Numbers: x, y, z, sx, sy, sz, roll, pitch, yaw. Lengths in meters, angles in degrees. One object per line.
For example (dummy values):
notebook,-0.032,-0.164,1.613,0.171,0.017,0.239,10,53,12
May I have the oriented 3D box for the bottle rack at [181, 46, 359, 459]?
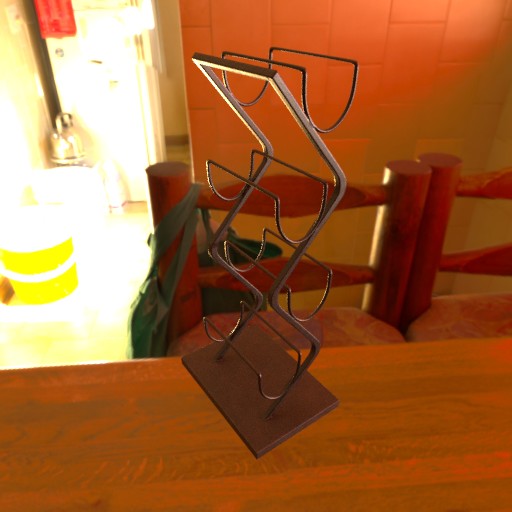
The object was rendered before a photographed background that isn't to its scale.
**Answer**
bottle rack,0.000,0.000,0.678,0.178,0.559,0.254,-21,37,-30
